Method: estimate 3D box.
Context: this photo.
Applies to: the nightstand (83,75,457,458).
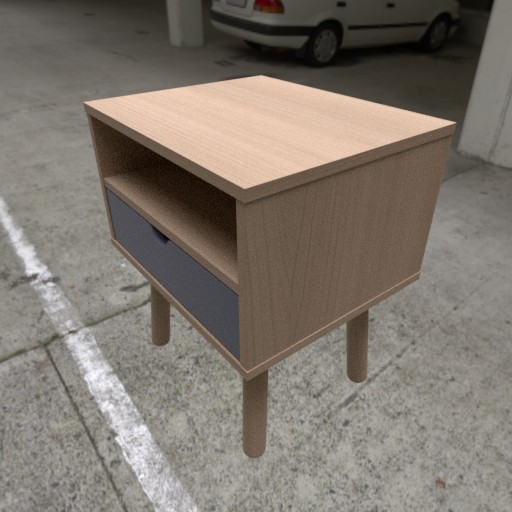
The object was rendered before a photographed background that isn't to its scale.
[{"bbox_3d":[0.000,0.000,0.829,0.380,0.530,0.450,-23,39,-31],"label":"nightstand"}]
